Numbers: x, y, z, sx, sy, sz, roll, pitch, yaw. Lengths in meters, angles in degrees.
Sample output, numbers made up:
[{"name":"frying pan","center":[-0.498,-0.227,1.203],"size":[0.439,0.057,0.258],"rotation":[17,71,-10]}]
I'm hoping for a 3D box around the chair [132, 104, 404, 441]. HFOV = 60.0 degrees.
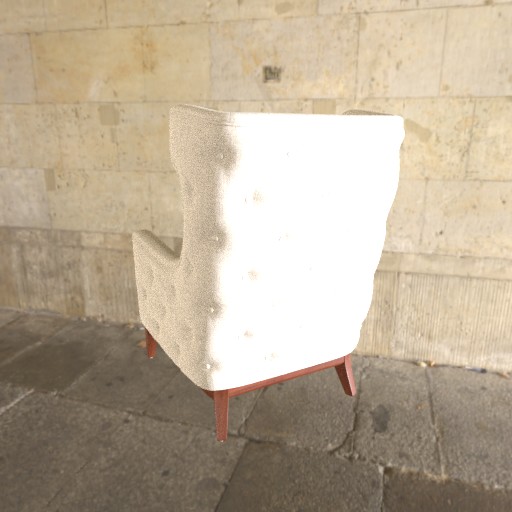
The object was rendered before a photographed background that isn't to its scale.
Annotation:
[{"name":"chair","center":[0.000,0.000,1.713],"size":[0.778,1.079,0.899],"rotation":[-8,18,-27]}]
